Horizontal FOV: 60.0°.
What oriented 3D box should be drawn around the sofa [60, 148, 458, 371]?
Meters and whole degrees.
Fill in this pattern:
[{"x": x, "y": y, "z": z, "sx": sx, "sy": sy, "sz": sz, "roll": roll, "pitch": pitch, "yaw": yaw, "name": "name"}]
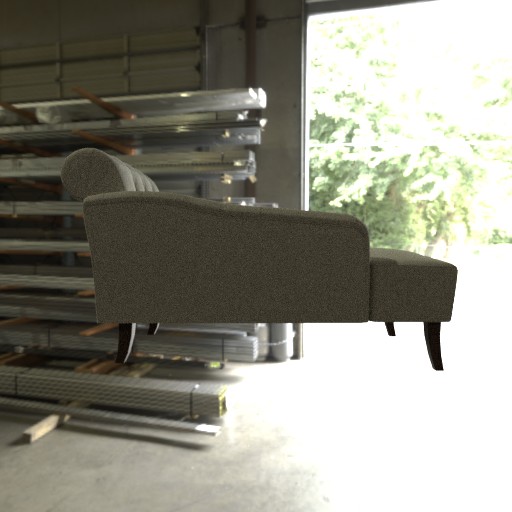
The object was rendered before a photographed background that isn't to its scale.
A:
[{"x": 0.000, "y": 0.000, "z": 1.823, "sx": 1.379, "sy": 0.787, "sz": 0.675, "roll": 0, "pitch": 2, "yaw": 0, "name": "sofa"}]
